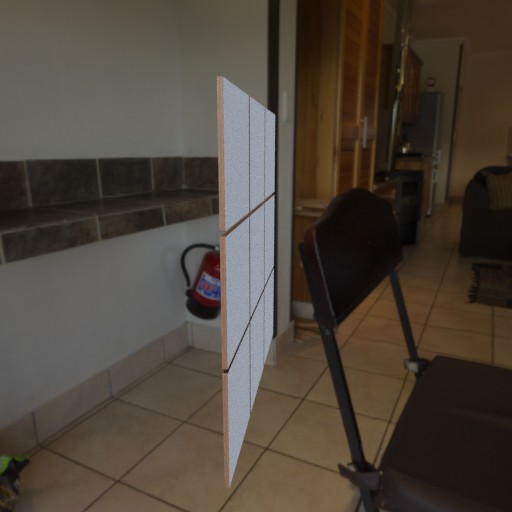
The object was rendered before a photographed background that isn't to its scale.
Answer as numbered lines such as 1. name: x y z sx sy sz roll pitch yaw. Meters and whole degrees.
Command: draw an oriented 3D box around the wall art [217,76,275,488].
1. wall art: 0.000 0.000 1.891 0.017 1.246 1.256 2 13 8
